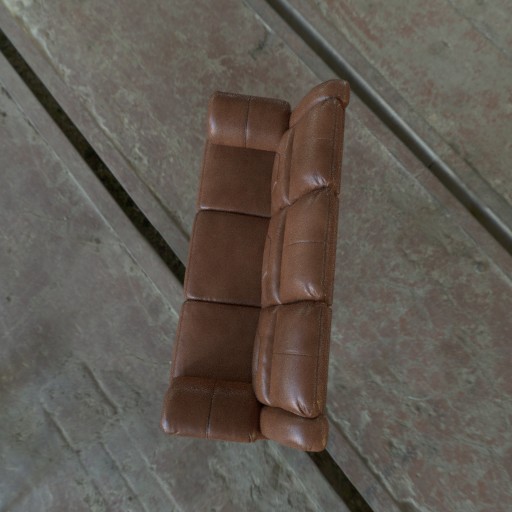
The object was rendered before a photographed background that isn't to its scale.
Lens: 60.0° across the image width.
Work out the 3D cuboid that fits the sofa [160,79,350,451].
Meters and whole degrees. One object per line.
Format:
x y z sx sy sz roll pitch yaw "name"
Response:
0.000 0.000 2.984 0.991 1.043 2.337 6 76 2 "sofa"
